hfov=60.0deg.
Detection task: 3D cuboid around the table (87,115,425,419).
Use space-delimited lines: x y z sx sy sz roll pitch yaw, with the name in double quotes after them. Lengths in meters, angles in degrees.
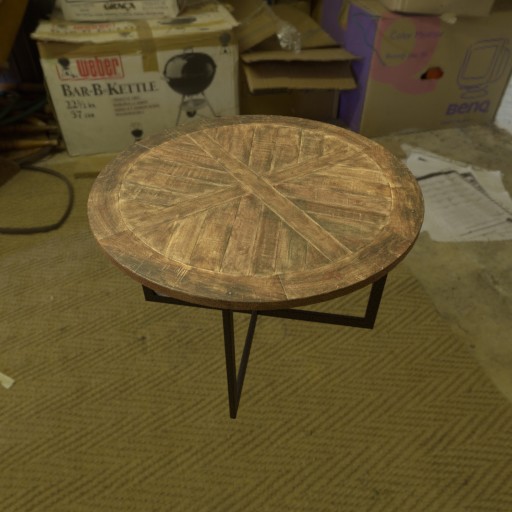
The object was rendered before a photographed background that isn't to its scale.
0.000 0.000 1.976 1.264 0.762 1.264 0 41 0 "table"
